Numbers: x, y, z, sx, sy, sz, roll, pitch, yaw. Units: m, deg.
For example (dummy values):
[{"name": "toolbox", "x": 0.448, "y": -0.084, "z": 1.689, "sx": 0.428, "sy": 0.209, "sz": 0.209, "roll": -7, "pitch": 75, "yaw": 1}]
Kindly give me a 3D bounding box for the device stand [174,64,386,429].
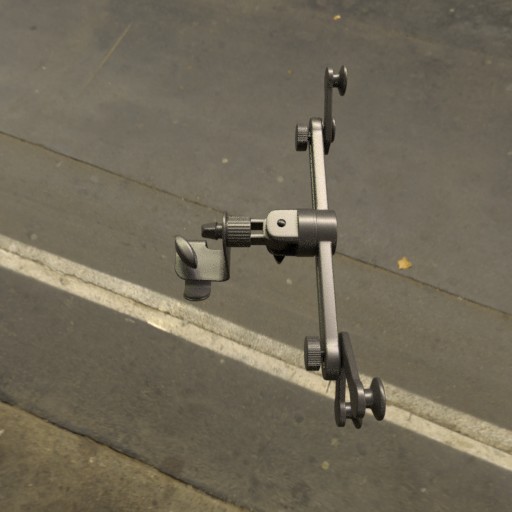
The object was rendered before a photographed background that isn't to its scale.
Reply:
[{"name": "device stand", "x": 0.000, "y": 0.000, "z": 0.369, "sx": 0.142, "sy": 0.166, "sz": 0.270, "roll": 0, "pitch": 64, "yaw": 0}]
